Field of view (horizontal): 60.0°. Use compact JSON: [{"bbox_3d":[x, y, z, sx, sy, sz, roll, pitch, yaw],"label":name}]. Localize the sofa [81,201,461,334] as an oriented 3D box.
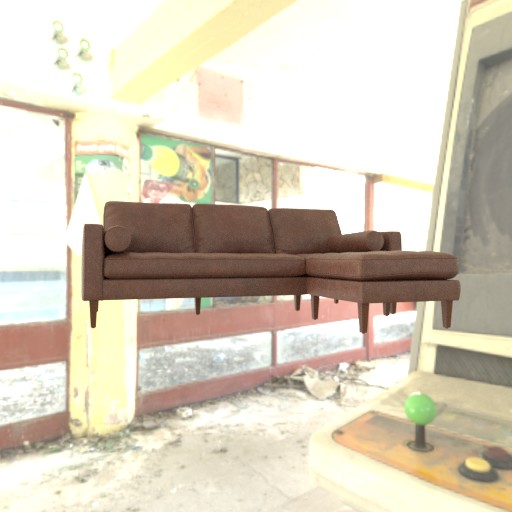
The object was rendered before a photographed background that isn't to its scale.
[{"bbox_3d":[0.000,0.000,2.969,2.185,0.841,1.613,0,-1,-19],"label":"sofa"}]
